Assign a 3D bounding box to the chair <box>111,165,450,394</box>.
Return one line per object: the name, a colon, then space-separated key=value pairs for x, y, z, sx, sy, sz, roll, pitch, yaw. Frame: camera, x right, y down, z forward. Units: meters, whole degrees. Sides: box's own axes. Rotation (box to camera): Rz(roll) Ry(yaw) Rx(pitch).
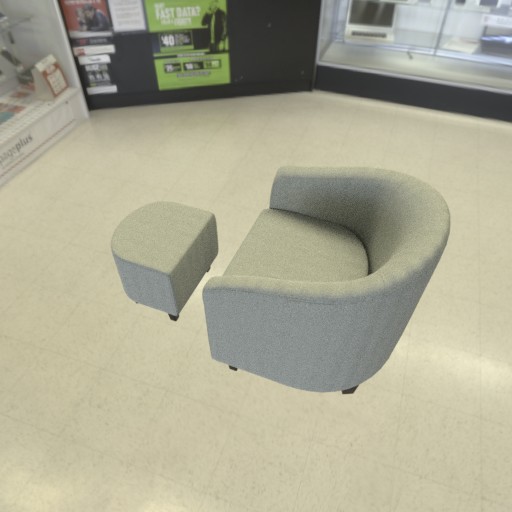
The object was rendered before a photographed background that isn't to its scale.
chair: x=0.000 y=0.000 z=1.780 sx=1.288 sy=0.757 sz=0.756 roll=16 pitch=47 yaw=15
